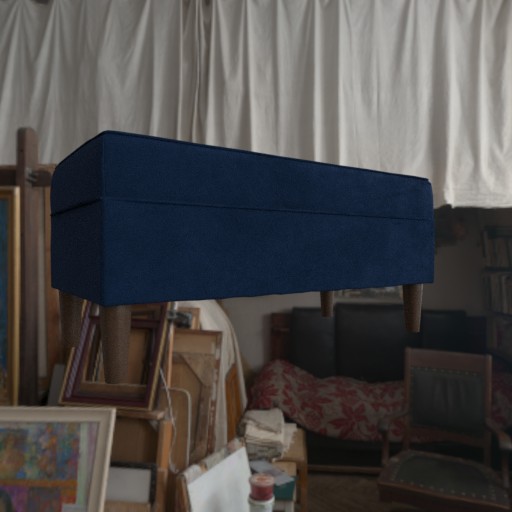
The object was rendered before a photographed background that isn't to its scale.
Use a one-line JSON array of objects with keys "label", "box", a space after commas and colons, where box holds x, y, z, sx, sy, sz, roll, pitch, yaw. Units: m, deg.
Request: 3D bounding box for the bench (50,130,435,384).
[{"label": "bench", "box": [0.000, 0.000, 1.259, 1.010, 0.467, 0.489, -1, 1, -35]}]
